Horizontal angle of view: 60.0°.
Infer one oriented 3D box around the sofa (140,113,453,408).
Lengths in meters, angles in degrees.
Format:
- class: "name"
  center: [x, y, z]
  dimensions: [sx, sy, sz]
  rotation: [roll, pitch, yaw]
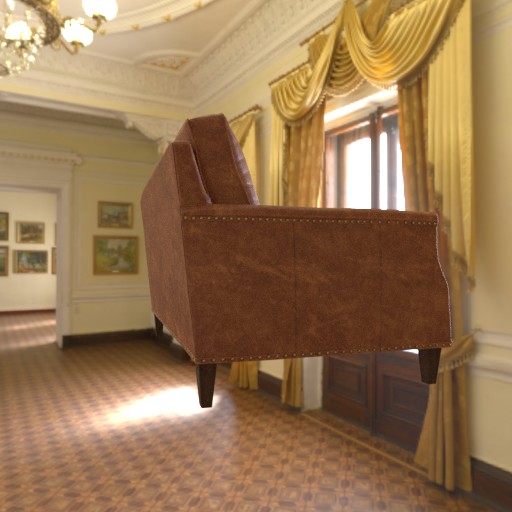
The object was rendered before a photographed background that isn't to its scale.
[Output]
- class: "sofa"
  center: [0.000, 0.000, 2.268]
  dimensions: [1.084, 1.003, 1.597]
  rotation: [0, -1, -18]
